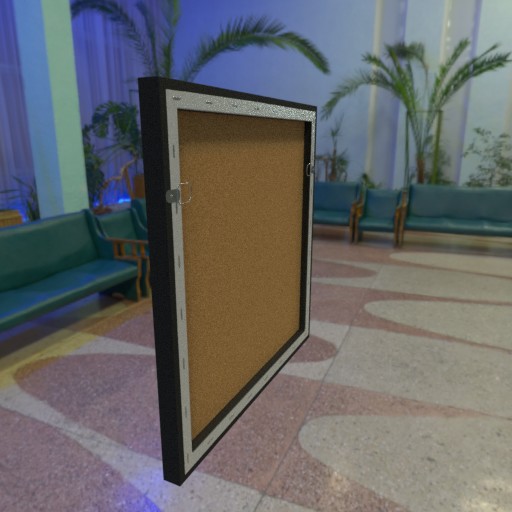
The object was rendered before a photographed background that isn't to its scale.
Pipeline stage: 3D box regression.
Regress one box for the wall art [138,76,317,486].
[{"bbox_3d":[0.000,0.000,1.115,0.044,0.758,0.758,7,17,25],"label":"wall art"}]
